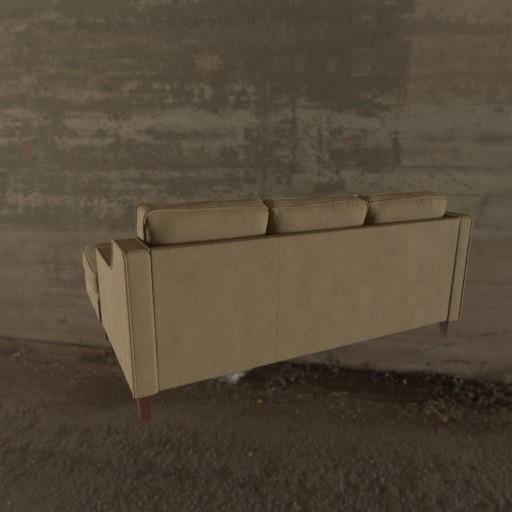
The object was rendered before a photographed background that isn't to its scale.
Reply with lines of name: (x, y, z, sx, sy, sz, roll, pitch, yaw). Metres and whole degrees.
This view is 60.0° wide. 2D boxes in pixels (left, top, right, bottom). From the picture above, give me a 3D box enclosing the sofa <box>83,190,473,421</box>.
sofa: (0.000, 0.000, 3.335, 2.317, 1.066, 1.858, -7, 16, -26)
